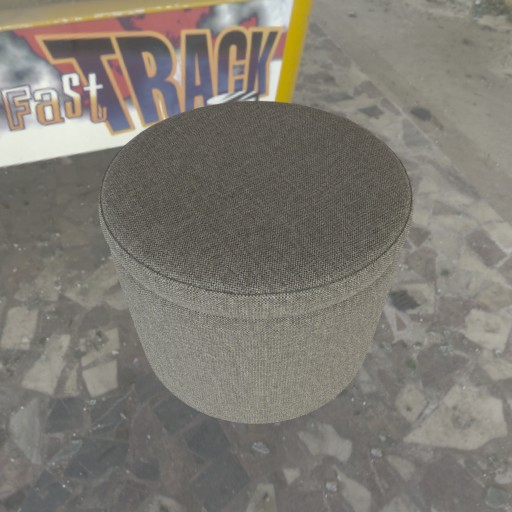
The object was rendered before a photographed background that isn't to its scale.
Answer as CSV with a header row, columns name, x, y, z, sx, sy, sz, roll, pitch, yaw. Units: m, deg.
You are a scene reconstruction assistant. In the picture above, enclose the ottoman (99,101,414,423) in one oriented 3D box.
name,x,y,z,sx,sy,sz,roll,pitch,yaw
ottoman,0.000,0.000,0.878,0.520,0.430,0.520,0,47,0
